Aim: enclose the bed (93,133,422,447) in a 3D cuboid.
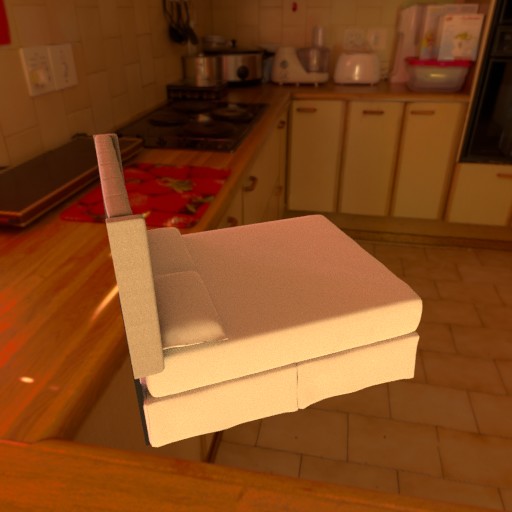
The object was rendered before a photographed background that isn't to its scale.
[{"bbox_3d":[0.000,0.000,3.412,2.066,1.665,1.719,-10,31,-17],"label":"bed"}]
